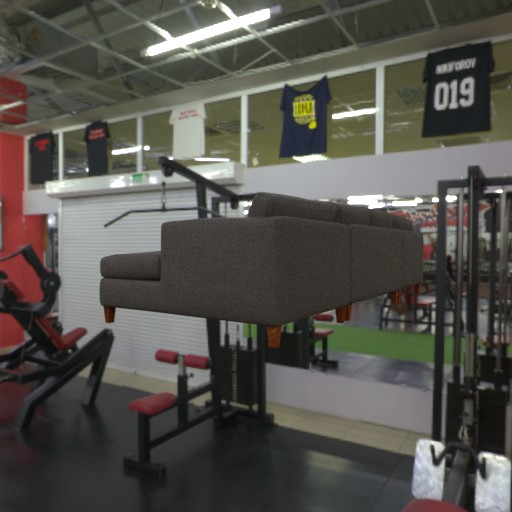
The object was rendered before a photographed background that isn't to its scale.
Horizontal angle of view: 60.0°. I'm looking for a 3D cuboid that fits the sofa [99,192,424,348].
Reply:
[{"bbox_3d":[0.000,0.000,4.612,2.594,0.961,3.460,1,2,34],"label":"sofa"}]
